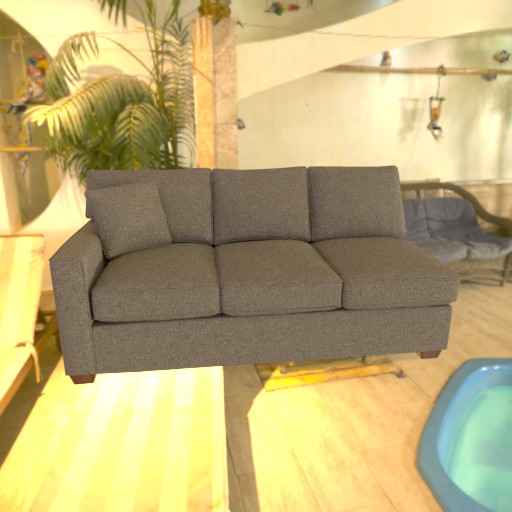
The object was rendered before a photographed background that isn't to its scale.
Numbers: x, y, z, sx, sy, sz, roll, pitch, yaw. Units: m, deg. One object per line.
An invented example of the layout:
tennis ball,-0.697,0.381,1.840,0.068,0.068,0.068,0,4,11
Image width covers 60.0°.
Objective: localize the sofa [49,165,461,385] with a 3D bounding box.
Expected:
sofa,0.000,0.000,2.551,1.963,0.946,1.034,-2,17,-7
